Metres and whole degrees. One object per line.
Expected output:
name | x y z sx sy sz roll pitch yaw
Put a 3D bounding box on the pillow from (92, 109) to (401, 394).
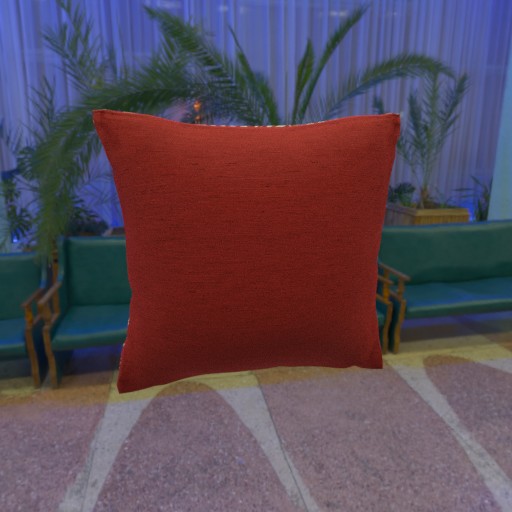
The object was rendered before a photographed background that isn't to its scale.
pillow | 0.000 0.000 0.672 0.438 0.419 0.162 -3 15 -9
